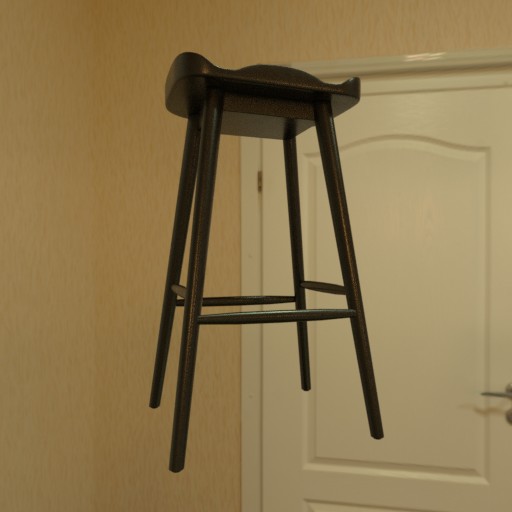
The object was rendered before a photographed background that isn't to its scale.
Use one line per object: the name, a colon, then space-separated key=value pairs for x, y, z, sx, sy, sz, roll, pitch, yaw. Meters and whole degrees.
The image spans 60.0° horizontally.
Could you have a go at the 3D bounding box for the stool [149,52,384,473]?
stool: x=0.000 y=0.000 z=1.000 sx=0.440 sy=0.749 sz=0.361 roll=0 pitch=0 yaw=-19
